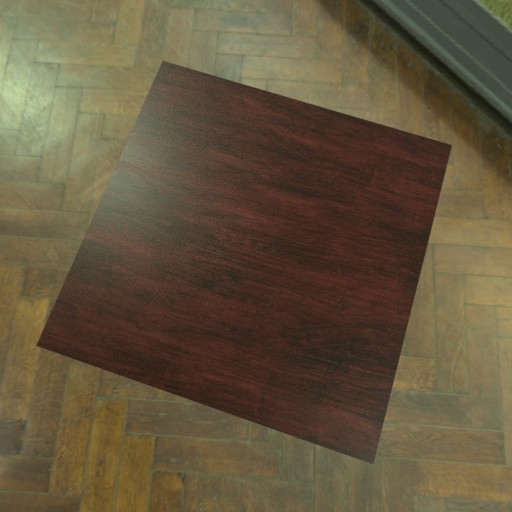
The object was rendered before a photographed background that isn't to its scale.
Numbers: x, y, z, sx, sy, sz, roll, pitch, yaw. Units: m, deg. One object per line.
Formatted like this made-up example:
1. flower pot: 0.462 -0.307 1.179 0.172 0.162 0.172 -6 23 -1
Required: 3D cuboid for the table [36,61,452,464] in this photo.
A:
1. table: 0.000 0.000 1.341 0.865 0.356 0.865 18 77 4
